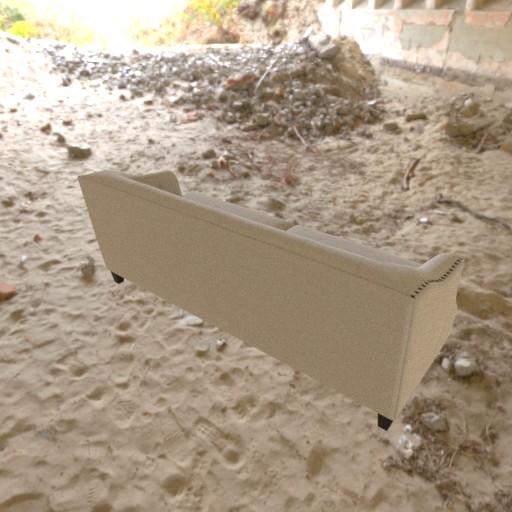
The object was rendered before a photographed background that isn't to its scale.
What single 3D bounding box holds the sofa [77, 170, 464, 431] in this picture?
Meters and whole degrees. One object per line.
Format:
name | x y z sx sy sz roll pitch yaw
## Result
sofa | 0.000 0.000 2.751 2.235 0.901 0.914 21 36 33
